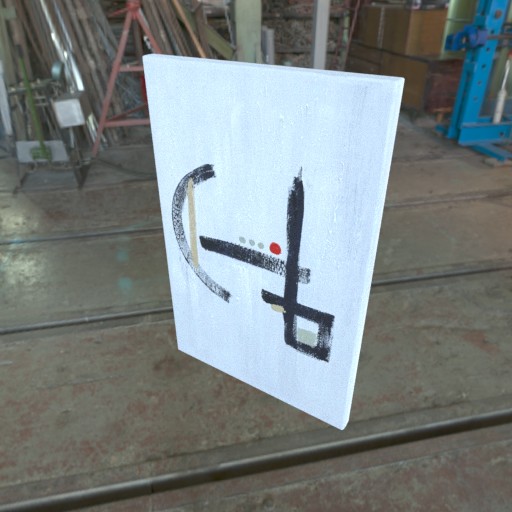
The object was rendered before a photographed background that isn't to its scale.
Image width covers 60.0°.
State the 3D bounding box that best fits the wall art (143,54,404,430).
[{"bbox_3d":[0.000,0.000,1.144,0.602,0.916,0.048,18,36,27],"label":"wall art"}]
